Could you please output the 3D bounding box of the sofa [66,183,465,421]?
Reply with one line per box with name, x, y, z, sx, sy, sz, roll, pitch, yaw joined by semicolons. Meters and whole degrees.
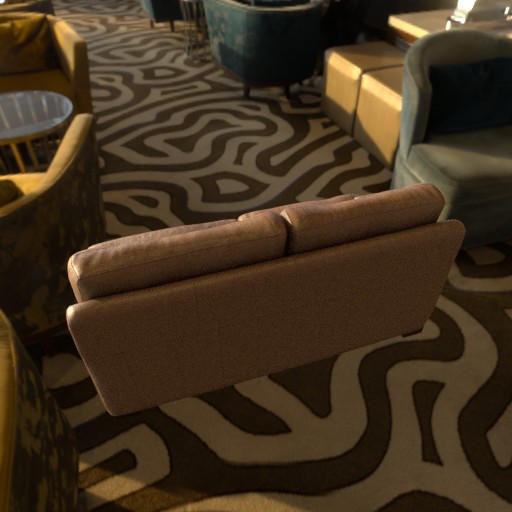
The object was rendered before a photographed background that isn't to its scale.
sofa;0.000;0.000;2.442;1.855;0.980;0.962;-12;43;-14
